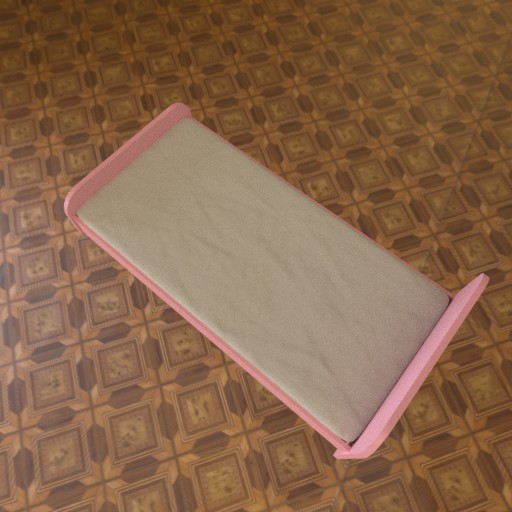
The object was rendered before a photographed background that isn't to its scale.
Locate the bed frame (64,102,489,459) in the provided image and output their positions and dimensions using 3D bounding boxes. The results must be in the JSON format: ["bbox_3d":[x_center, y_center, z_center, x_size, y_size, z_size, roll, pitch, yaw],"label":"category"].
[{"bbox_3d":[0.000,0.000,2.431,1.963,0.805,0.998,37,70,16],"label":"bed frame"}]
